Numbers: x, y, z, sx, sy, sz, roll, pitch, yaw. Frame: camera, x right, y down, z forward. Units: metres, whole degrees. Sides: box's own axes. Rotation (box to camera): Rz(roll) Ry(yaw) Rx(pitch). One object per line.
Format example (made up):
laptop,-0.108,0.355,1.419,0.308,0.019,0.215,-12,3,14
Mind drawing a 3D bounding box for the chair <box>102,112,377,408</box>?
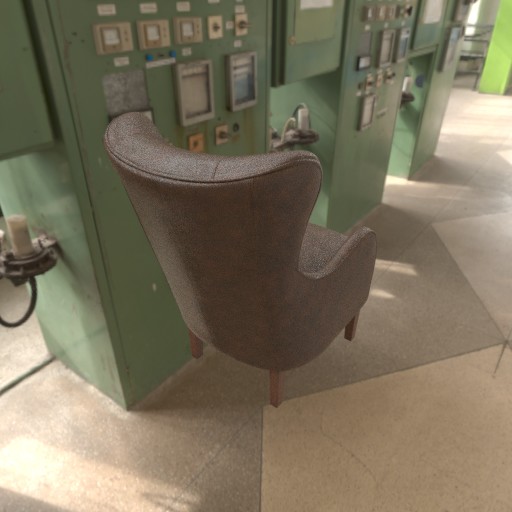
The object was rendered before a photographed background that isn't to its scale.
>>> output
chair,0.000,0.000,1.652,0.692,1.048,0.914,22,38,32
